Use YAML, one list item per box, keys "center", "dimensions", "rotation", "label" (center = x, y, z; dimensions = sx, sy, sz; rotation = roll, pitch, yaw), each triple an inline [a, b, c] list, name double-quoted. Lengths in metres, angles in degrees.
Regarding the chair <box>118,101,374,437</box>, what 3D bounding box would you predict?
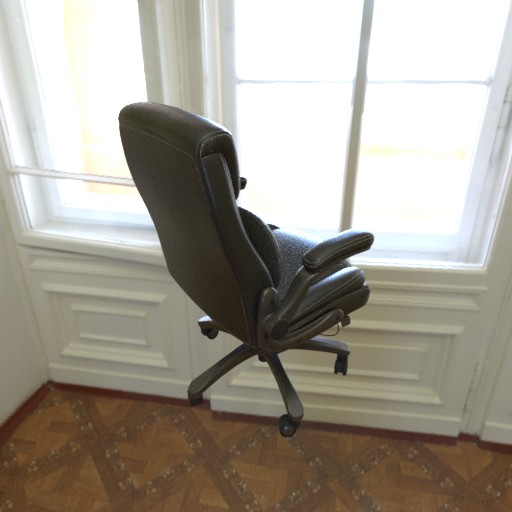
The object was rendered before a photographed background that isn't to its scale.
- center: [0.000, 0.000, 1.637]
  dimensions: [0.724, 1.110, 0.782]
  rotation: [-18, 33, -31]
  label: "chair"
